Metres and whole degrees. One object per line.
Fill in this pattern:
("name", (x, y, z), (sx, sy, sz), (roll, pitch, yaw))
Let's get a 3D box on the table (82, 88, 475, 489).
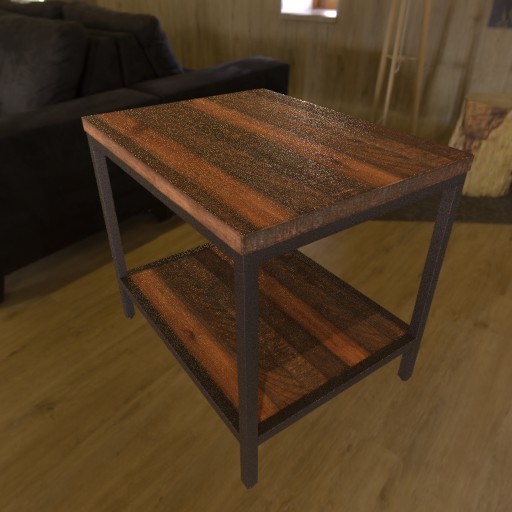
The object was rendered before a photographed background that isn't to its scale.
("table", (0.000, 0.000, 1.098), (0.524, 0.612, 0.678), (-21, 38, -29))
